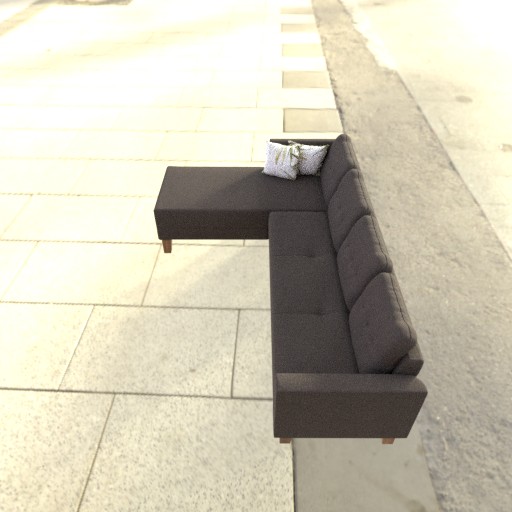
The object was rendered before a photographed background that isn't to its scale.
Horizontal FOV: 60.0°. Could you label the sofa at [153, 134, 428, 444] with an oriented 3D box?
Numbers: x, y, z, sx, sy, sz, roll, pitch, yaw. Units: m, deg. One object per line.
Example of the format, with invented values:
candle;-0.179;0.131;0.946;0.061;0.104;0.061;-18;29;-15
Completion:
sofa;0.000;0.000;3.473;1.829;0.932;2.679;0;41;0
